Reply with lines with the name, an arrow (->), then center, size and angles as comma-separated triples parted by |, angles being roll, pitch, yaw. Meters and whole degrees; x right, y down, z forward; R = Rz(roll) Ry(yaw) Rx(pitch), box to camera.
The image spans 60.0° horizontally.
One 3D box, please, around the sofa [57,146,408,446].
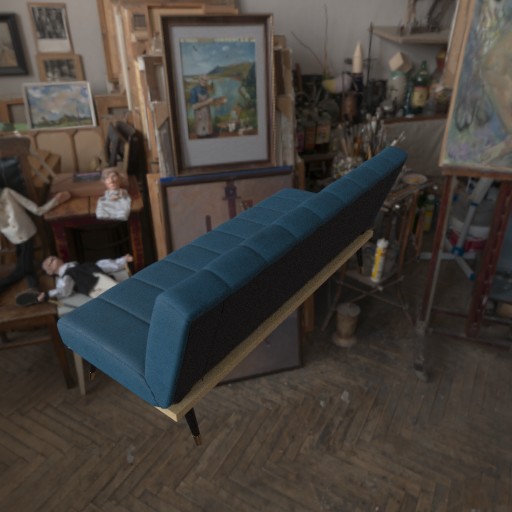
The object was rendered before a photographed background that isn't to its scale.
sofa -> 0.000, 0.000, 2.283 | 0.830, 0.825, 1.810 | 21, 37, 30
